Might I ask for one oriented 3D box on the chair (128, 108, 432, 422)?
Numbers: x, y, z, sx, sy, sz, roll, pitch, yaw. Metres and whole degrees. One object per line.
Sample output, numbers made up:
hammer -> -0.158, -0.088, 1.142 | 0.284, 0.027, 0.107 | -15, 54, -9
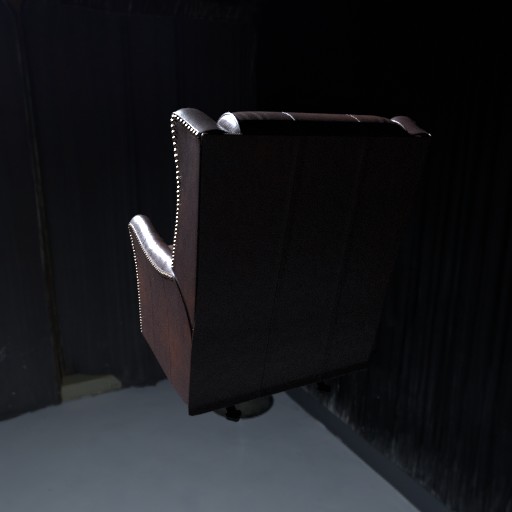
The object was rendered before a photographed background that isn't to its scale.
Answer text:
chair -> 0.000, 0.000, 1.830 | 0.869, 1.084, 1.008 | -7, 16, -26
